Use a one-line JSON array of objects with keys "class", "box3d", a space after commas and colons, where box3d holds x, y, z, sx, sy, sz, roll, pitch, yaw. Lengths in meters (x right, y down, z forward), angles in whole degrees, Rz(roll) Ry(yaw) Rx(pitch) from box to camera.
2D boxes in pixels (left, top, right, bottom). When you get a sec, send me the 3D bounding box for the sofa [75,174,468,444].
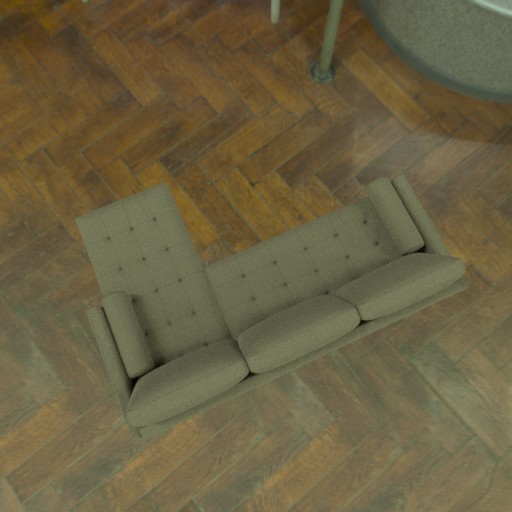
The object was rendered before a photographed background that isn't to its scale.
[{"class": "sofa", "box3d": [0.000, 0.000, 2.904, 2.178, 0.875, 1.506, -24, 76, -6]}]
